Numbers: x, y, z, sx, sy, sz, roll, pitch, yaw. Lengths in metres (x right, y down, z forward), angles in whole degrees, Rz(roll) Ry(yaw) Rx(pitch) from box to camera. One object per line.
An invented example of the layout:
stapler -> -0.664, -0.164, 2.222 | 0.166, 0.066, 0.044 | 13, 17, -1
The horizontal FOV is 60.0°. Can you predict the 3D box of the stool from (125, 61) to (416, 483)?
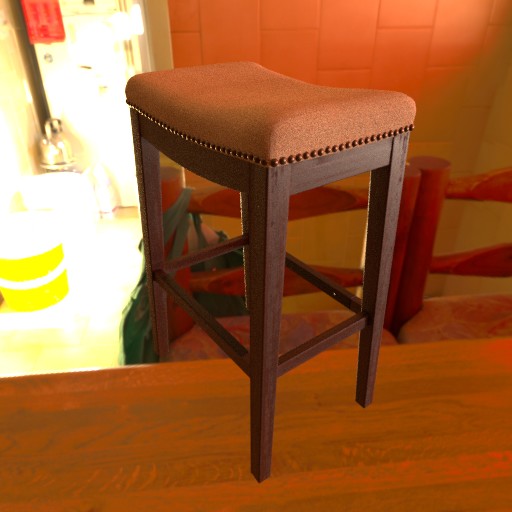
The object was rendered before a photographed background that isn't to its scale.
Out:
stool -> 0.000, 0.000, 1.016 | 0.363, 0.768, 0.509 | -21, 37, -31
